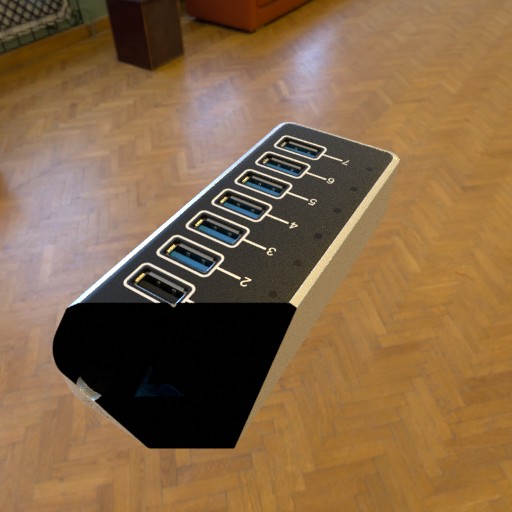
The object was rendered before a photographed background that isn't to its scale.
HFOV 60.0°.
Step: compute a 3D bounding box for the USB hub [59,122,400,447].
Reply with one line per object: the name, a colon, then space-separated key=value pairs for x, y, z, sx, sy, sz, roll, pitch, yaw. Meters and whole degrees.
USB hub: x=0.000 y=0.000 z=0.126 sx=0.044 sy=0.023 sz=0.110 roll=24 pitch=50 yaw=22
